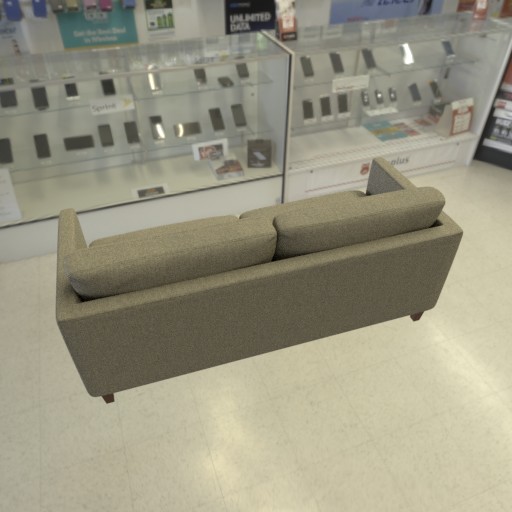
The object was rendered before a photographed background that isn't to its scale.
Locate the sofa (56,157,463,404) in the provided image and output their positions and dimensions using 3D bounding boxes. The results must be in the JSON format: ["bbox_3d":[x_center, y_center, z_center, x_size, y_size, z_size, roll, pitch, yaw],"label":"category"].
[{"bbox_3d":[0.000,0.000,2.752,2.208,0.960,0.956,-12,42,-13],"label":"sofa"}]
